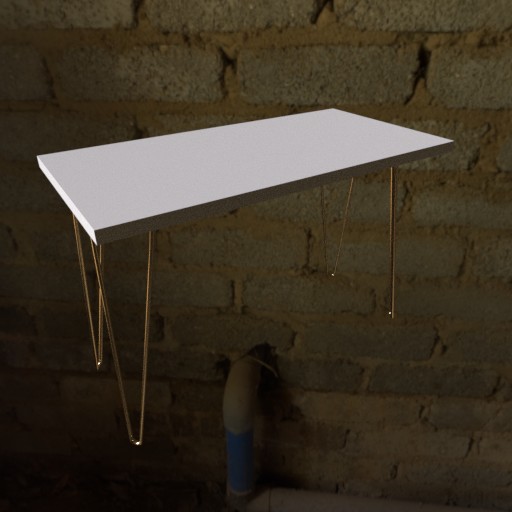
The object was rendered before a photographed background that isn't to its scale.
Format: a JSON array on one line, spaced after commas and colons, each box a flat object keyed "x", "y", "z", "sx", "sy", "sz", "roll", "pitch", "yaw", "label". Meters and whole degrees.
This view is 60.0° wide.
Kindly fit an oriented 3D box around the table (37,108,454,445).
[{"x": 0.000, "y": 0.000, "z": 1.335, "sx": 0.991, "sy": 0.660, "sz": 0.498, "roll": -18, "pitch": 35, "yaw": -29, "label": "table"}]
